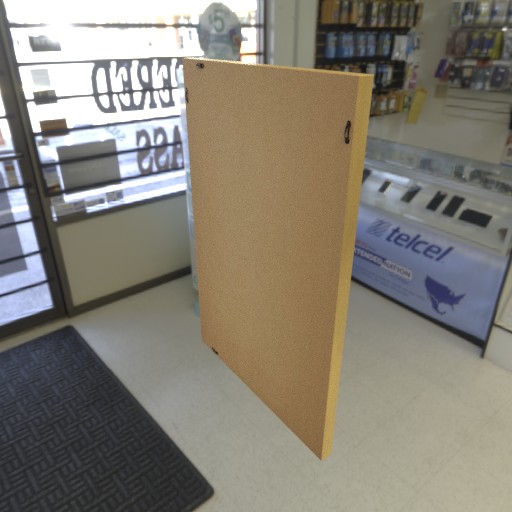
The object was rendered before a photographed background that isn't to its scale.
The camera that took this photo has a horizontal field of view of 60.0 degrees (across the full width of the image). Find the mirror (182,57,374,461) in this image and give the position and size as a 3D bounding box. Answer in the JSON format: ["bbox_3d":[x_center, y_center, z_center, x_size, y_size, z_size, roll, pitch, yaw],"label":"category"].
[{"bbox_3d":[0.000,0.000,1.151,0.040,0.915,0.609,-18,32,-32],"label":"mirror"}]
